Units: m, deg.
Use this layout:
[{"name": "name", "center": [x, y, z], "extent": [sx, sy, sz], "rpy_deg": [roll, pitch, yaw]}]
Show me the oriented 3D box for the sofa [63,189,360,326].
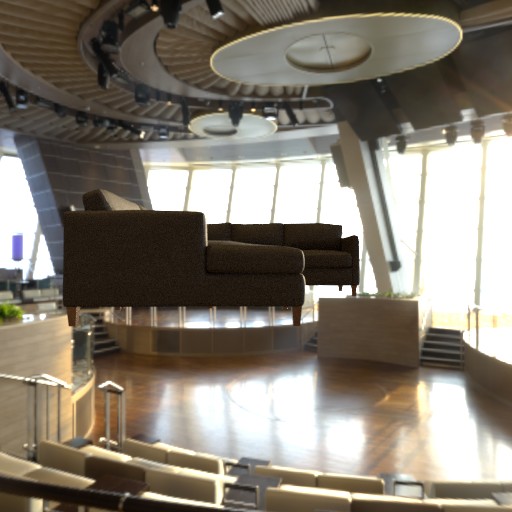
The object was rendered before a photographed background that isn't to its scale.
[{"name": "sofa", "center": [0.000, 0.000, 4.582], "extent": [2.594, 0.961, 3.460], "rpy_deg": [0, -1, -1]}]
